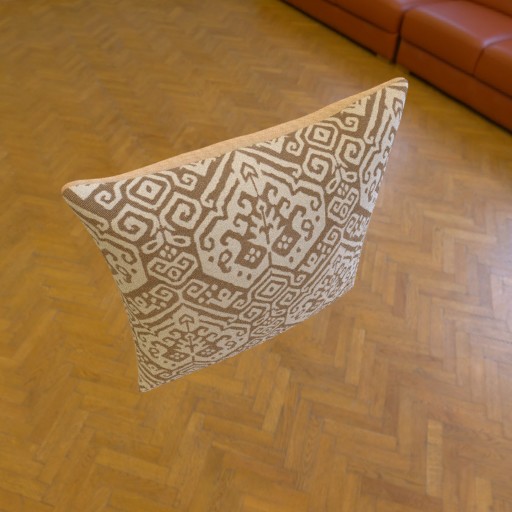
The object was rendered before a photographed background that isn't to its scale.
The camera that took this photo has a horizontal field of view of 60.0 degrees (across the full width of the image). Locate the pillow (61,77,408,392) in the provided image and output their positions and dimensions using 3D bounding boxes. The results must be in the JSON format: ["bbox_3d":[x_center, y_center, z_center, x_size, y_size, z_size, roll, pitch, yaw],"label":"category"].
[{"bbox_3d":[0.000,0.000,0.612,0.419,0.407,0.173,-24,52,-20],"label":"pillow"}]
